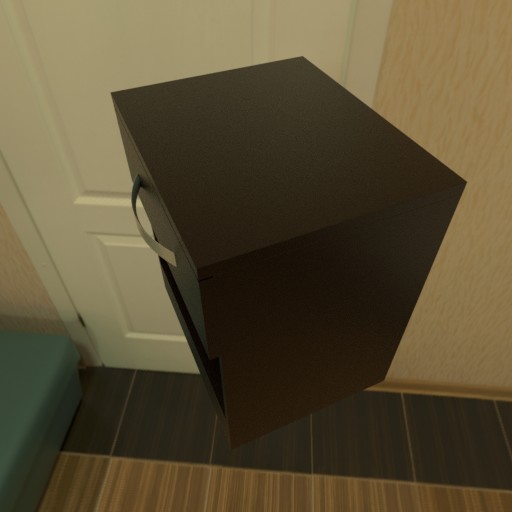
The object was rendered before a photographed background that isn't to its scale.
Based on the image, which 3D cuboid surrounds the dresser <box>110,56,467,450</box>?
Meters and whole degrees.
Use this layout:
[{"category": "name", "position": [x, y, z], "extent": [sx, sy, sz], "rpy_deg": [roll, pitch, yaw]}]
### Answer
[{"category": "dresser", "position": [0.000, 0.000, 0.760], "extent": [0.360, 0.470, 0.400], "rpy_deg": [-18, 49, -17]}]
